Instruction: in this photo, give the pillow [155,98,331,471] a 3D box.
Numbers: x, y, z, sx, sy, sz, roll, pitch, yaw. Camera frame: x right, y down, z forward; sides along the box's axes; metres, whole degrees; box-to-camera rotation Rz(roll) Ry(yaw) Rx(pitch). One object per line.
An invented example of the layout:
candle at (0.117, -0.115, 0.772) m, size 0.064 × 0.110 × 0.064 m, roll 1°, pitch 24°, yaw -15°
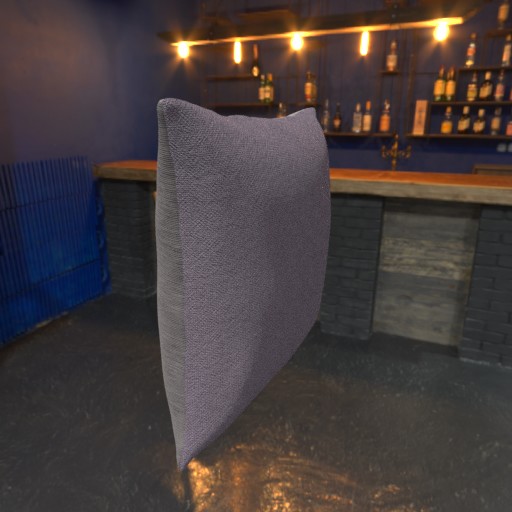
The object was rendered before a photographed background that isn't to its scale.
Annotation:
pillow at (0.000, 0.000, 0.673) m, size 0.204 × 0.439 × 0.452 m, roll 8°, pitch 19°, yaw 24°
